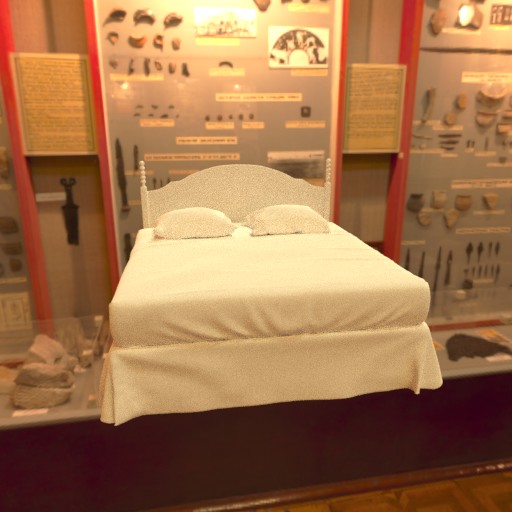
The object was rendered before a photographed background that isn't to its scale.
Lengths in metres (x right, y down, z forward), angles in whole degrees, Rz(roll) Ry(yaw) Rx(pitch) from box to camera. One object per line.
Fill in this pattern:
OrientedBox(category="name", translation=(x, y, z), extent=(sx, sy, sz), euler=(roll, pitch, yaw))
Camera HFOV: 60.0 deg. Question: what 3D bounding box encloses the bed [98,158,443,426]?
OrientedBox(category="bed", translation=(0.000, 0.000, 3.562), extent=(2.322, 1.355, 2.219), euler=(-3, 17, -9))
